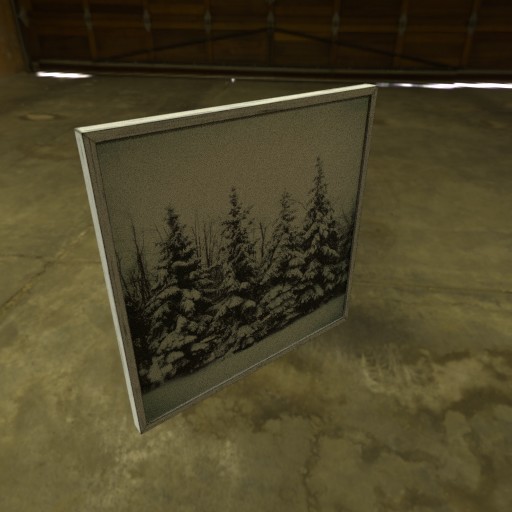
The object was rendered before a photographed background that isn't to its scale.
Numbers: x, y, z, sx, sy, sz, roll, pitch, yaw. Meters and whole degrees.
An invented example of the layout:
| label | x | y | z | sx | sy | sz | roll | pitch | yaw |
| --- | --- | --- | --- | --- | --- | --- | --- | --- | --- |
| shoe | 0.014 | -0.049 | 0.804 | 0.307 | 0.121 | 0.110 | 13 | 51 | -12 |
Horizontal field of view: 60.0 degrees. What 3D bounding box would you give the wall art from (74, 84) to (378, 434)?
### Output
| label | x | y | z | sx | sy | sz | roll | pitch | yaw |
| --- | --- | --- | --- | --- | --- | --- | --- | --- | --- |
| wall art | 0.000 | 0.000 | 1.142 | 0.761 | 0.761 | 0.037 | -21 | 36 | -32 |
